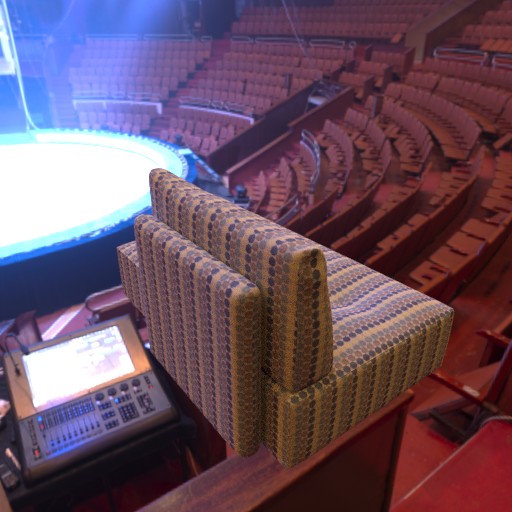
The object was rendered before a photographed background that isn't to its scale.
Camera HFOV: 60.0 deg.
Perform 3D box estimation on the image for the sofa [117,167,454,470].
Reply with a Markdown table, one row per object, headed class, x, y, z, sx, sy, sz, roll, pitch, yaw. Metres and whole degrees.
| class | x | y | z | sx | sy | sz | roll | pitch | yaw |
| --- | --- | --- | --- | --- | --- | --- | --- | --- | --- |
| sofa | 0.000 | 0.000 | 2.011 | 1.000 | 0.820 | 1.450 | -18 | 32 | -32 |
